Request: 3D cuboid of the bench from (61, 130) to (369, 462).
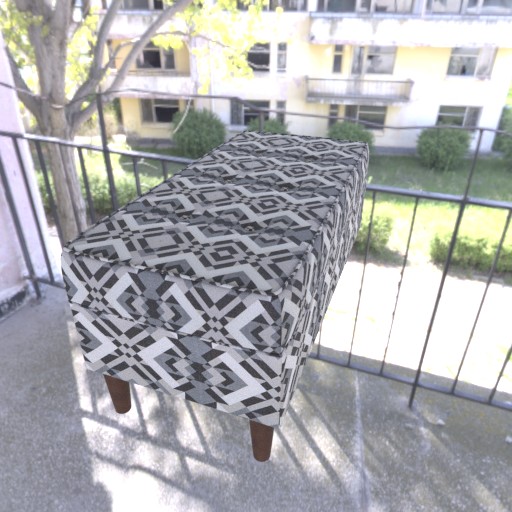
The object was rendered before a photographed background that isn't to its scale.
[{"bbox_3d":[0.000,0.000,1.321,0.492,0.477,1.016,11,32,18],"label":"bench"}]
